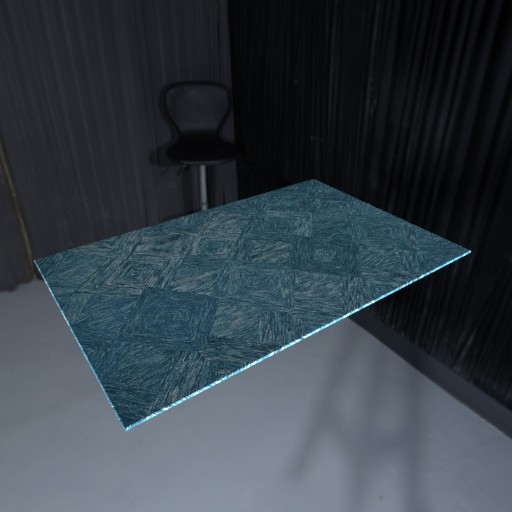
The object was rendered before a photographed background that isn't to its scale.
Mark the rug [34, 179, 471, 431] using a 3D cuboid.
[{"bbox_3d":[0.000,0.000,2.758,2.277,0.015,1.490,-20,37,-30],"label":"rug"}]
